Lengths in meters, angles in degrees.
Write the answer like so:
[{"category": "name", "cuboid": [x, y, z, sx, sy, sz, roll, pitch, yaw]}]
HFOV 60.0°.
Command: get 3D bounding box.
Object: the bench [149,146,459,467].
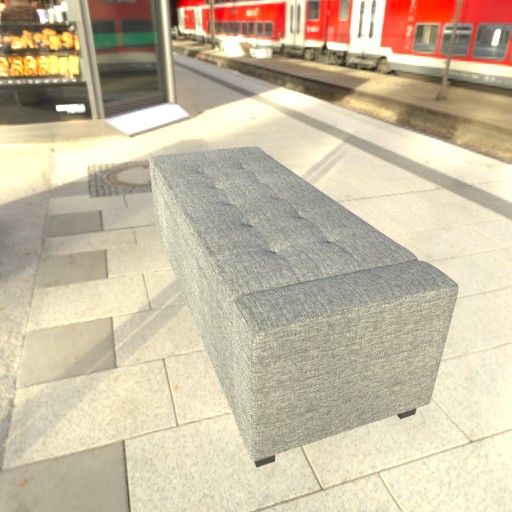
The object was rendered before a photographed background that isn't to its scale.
[{"category": "bench", "cuboid": [0.000, 0.000, 1.541, 0.508, 0.445, 1.296, -10, 30, -18]}]
